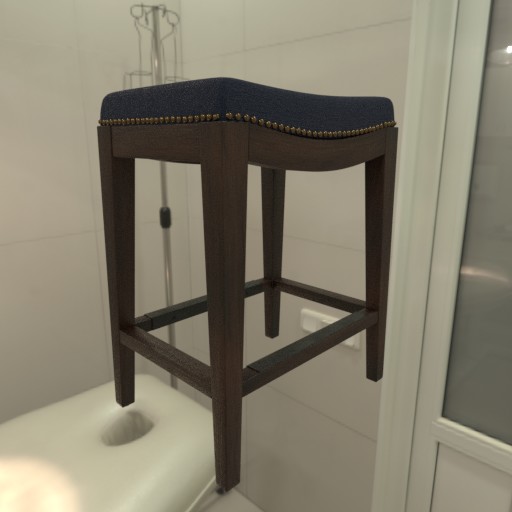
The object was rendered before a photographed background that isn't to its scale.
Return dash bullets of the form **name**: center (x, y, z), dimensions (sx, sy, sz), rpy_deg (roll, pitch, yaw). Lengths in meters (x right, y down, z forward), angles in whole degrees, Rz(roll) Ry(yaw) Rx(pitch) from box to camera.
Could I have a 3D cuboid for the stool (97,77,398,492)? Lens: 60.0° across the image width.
- **stool**: center (0.000, 0.000, 0.930), dimensions (0.361, 0.642, 0.500), rpy_deg (14, 20, 43)
